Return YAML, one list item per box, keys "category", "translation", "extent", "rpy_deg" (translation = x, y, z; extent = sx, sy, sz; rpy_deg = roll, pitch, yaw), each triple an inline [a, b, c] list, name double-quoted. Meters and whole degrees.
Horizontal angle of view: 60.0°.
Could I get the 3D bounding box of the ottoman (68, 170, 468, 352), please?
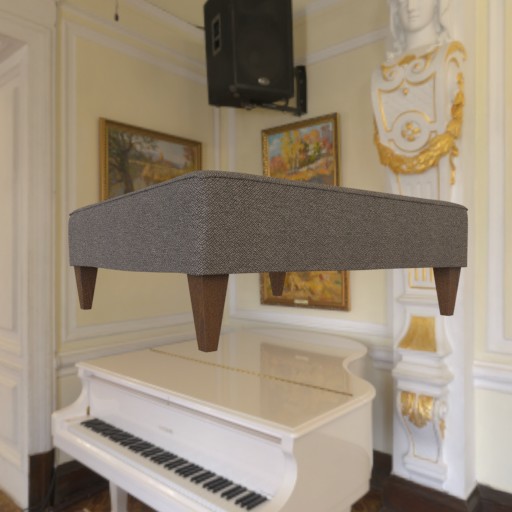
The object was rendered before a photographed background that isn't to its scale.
- category: "ottoman"
  translation: [0.000, 0.000, 1.495]
  extent: [0.981, 0.378, 0.970]
  rpy_deg: [0, 0, -37]
